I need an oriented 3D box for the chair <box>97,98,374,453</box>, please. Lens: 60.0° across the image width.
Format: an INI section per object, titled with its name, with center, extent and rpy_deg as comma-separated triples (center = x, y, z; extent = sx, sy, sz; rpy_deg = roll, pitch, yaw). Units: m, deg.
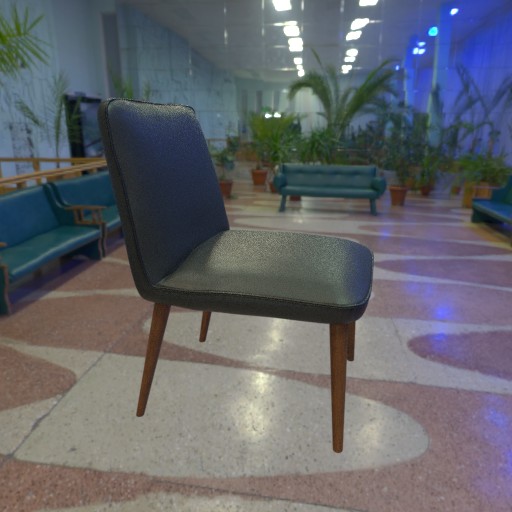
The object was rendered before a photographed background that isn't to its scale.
[chair]
center = 0.000, 0.000, 1.210
extent = 0.645, 0.801, 0.543
rpy_deg = 3, 17, 10
